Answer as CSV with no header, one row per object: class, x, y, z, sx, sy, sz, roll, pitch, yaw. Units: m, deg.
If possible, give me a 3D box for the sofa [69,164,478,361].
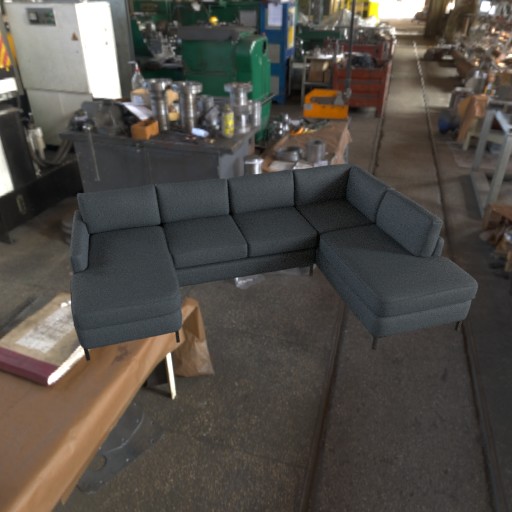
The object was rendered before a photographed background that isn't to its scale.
sofa,0.000,0.000,3.785,2.975,0.858,1.984,-9,32,-15
